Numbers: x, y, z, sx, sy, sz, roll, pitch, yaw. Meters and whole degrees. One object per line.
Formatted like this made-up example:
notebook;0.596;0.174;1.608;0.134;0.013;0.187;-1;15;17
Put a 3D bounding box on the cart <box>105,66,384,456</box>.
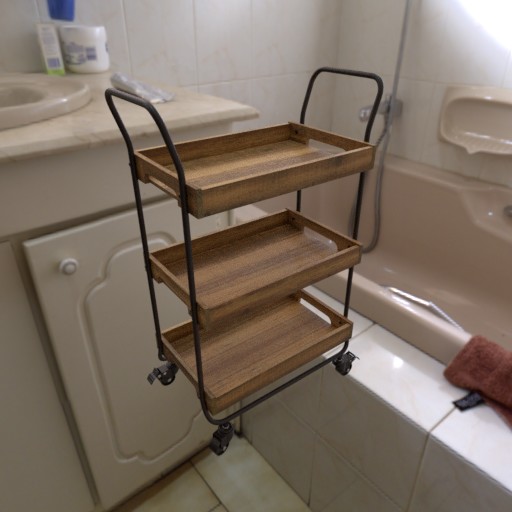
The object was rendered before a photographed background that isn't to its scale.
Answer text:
cart;0.000;0.000;1.150;0.583;0.857;0.339;-20;35;-31
